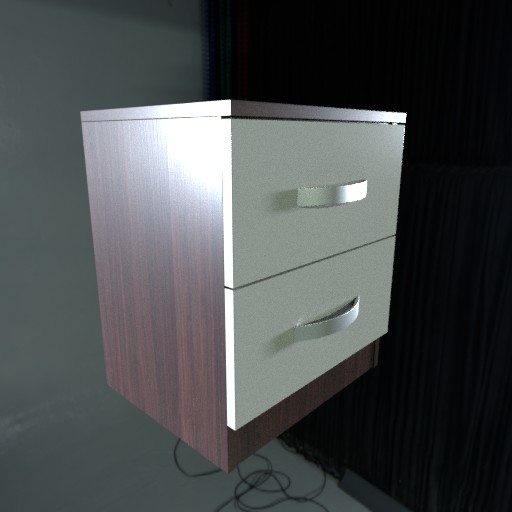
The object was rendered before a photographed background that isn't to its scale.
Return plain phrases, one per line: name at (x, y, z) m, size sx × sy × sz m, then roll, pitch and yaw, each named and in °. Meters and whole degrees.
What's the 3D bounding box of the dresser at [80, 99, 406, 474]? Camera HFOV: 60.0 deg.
dresser at (0.000, 0.000, 0.759) m, size 0.360 × 0.470 × 0.400 m, roll 14°, pitch 21°, yaw 42°
